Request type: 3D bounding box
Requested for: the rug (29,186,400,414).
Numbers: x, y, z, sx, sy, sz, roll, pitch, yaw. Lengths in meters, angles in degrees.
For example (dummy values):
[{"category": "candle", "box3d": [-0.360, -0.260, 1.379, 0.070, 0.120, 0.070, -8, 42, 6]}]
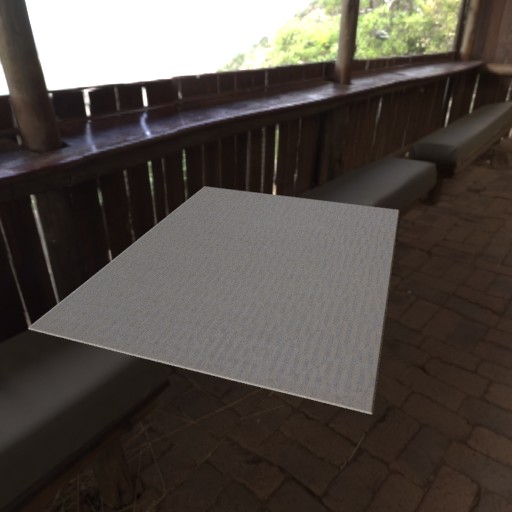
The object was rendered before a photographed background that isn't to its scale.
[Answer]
[{"category": "rug", "box3d": [0.000, 0.000, 4.092, 2.410, 0.021, 3.055, 9, 30, 16]}]
